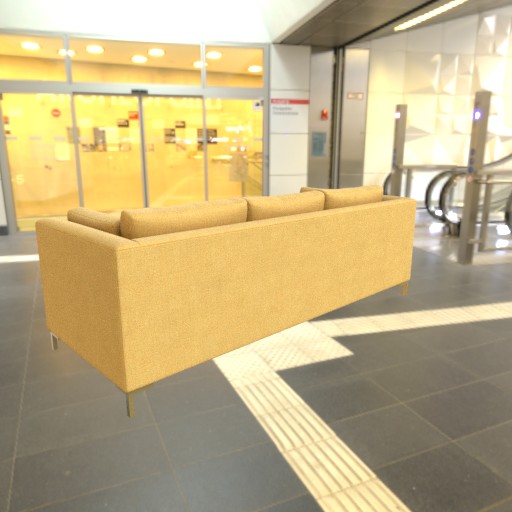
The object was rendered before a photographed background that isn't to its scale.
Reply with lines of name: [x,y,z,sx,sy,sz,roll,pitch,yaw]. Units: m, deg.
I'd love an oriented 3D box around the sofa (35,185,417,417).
sofa: [0.000,0.000,2.933,2.415,0.867,0.969,-13,19,-42]
